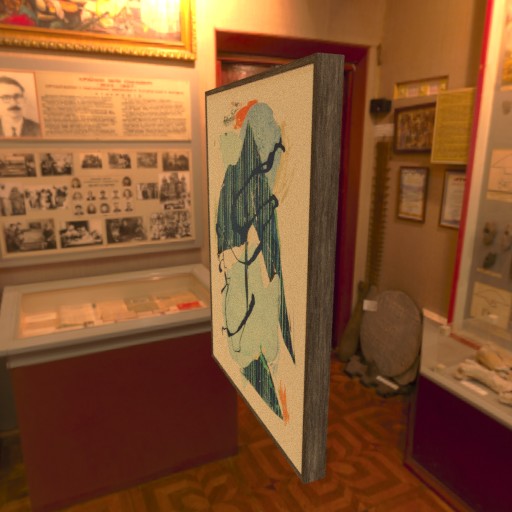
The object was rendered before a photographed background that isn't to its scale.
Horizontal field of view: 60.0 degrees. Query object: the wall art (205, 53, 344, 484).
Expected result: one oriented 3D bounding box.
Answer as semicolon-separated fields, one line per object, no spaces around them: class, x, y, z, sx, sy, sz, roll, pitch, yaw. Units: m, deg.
wall art;0.000;0.000;1.354;0.063;1.016;0.762;-6;16;-23
